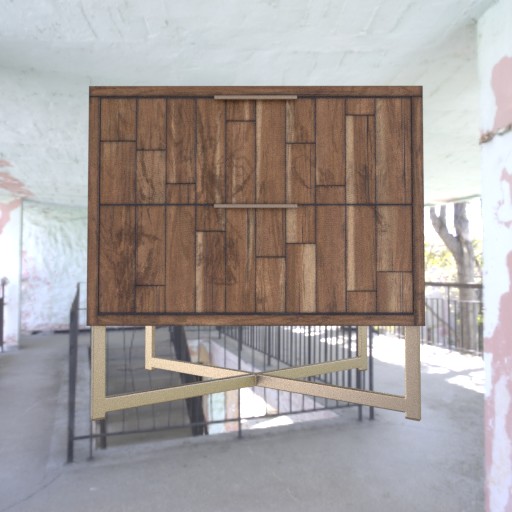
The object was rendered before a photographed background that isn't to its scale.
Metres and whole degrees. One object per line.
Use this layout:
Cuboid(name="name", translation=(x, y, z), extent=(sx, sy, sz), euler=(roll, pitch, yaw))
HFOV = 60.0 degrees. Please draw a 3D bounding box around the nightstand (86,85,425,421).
Cuboid(name="nightstand", translation=(0.000, 0.000, 1.010), extent=(0.610, 0.610, 0.446), euler=(0, -2, 0))
